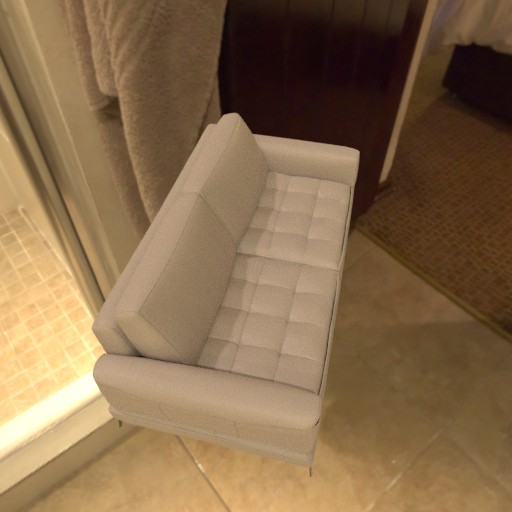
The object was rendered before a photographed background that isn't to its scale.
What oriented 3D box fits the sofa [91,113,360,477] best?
[{"bbox_3d":[0.000,0.000,2.759,1.121,0.930,2.177,10,49,9],"label":"sofa"}]
